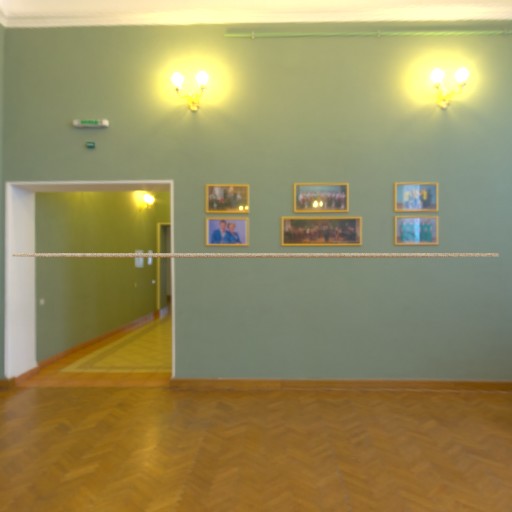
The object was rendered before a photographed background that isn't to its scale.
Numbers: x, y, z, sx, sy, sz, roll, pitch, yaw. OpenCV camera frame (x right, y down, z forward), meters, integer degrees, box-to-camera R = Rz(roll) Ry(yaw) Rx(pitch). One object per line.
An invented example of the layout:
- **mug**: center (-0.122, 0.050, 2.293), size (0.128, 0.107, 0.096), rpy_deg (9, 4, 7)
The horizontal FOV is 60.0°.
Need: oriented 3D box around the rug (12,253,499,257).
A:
- **rug**: center (0.000, 0.000, 2.709), size (2.144, 0.013, 1.509), rpy_deg (0, 0, 1)
